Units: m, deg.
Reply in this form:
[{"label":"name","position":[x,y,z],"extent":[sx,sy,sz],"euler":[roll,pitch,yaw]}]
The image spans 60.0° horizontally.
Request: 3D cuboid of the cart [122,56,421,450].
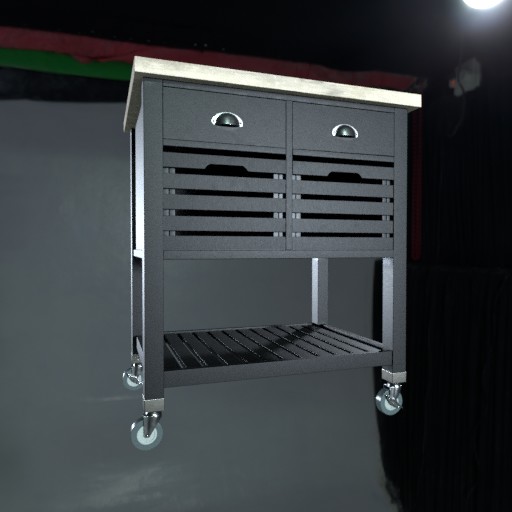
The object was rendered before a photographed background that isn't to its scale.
[{"label":"cart","position":[0.000,0.000,1.404],"extent":[0.797,0.920,0.567],"euler":[0,1,-19]}]
